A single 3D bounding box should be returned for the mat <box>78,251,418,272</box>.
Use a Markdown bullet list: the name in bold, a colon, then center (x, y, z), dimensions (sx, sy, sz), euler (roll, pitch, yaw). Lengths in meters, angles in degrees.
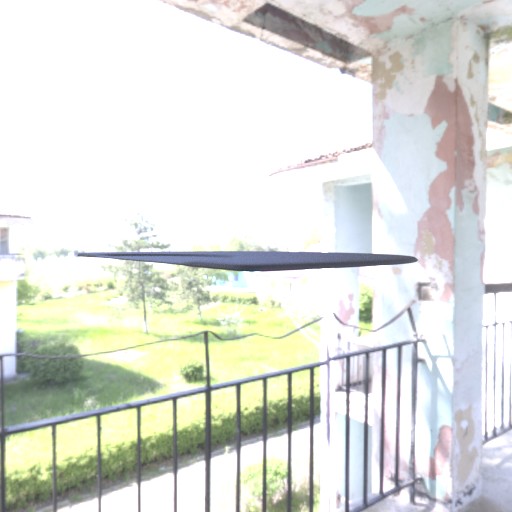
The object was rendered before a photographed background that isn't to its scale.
- **mat**: center (0.000, 0.000, 1.559), dimensions (0.917, 0.016, 1.220), euler (-1, 2, -36)
